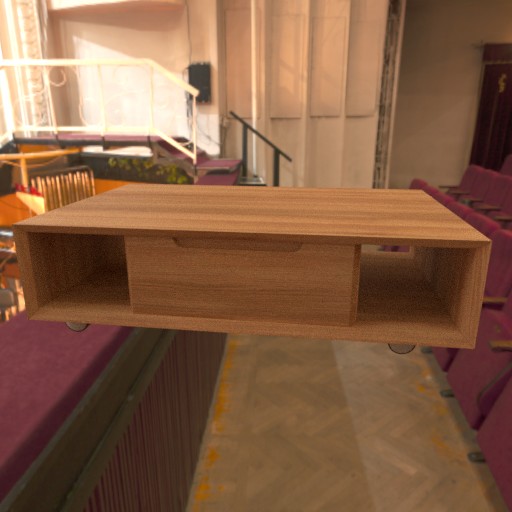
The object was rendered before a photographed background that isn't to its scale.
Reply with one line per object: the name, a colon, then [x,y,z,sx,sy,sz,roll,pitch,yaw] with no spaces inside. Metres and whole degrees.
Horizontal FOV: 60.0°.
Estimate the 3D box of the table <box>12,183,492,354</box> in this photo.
table: [0.000,0.000,1.383,1.100,0.330,0.700,2,18,8]
